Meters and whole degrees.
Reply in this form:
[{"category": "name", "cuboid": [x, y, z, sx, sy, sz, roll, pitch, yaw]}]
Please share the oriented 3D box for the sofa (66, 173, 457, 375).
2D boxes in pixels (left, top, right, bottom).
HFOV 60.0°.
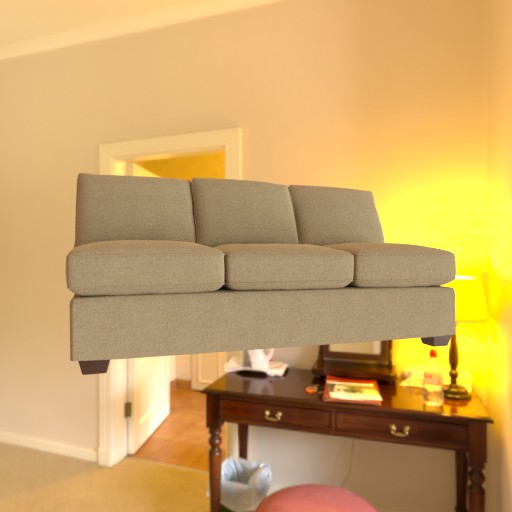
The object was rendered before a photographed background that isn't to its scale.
[{"category": "sofa", "cuboid": [0.000, 0.000, 2.708, 2.092, 1.036, 1.127, 0, 0, -18]}]
